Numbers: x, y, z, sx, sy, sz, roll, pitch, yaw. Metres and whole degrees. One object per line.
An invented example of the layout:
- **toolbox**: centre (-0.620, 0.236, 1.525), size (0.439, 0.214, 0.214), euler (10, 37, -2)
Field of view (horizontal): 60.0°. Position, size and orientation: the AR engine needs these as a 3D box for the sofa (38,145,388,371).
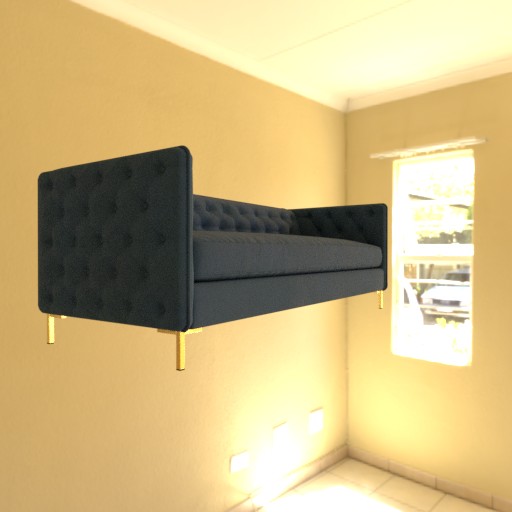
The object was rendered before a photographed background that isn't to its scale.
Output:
- **sofa**: centre (0.000, 0.000, 2.604), size (0.895, 0.771, 2.209), euler (0, 0, 34)
